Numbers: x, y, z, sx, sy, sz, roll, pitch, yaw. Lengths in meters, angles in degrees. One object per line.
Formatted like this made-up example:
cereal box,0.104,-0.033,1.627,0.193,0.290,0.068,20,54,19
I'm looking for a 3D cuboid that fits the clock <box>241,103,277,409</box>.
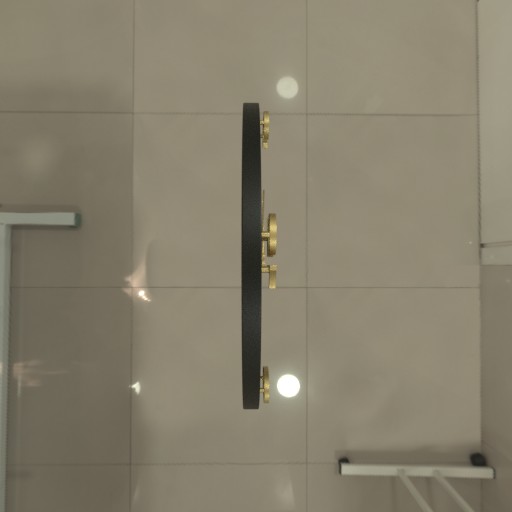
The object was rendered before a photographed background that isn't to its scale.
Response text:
clock,0.000,0.000,0.694,0.038,0.454,0.454,0,89,-1
